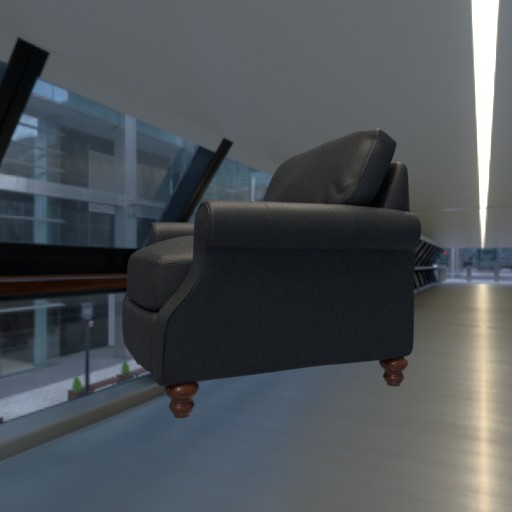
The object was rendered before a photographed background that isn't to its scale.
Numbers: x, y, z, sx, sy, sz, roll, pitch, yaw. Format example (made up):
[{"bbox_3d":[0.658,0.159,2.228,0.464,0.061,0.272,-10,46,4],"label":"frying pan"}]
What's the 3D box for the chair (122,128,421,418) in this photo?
[{"bbox_3d":[0.000,0.000,1.812,1.027,0.960,1.015,0,0,-19],"label":"chair"}]
